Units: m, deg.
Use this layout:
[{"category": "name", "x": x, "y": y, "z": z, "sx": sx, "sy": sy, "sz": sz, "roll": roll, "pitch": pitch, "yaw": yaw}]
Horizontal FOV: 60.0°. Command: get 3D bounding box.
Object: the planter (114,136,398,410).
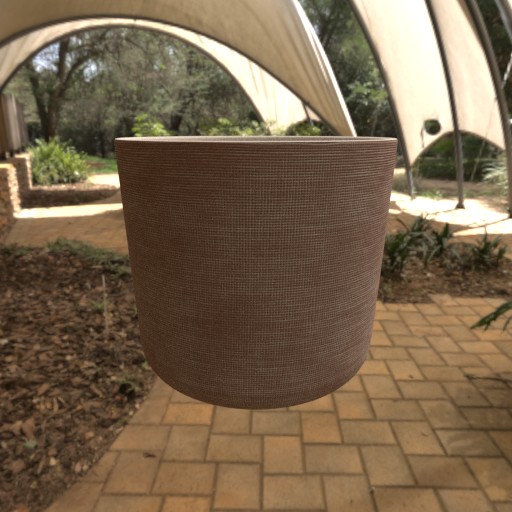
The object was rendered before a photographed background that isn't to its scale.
[{"category": "planter", "x": 0.000, "y": 0.000, "z": 0.773, "sx": 0.440, "sy": 0.398, "sz": 0.440, "roll": 0, "pitch": 16, "yaw": 0}]
